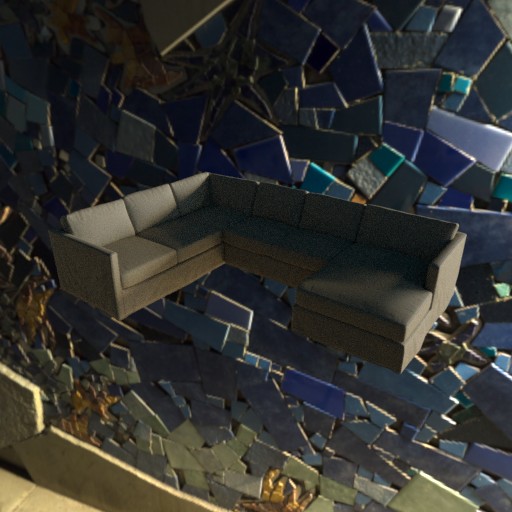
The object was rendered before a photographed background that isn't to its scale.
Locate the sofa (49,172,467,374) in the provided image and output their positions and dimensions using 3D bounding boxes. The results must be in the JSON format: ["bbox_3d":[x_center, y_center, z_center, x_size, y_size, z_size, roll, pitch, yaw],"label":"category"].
[{"bbox_3d":[0.000,0.000,4.523,3.460,0.882,2.427,18,30,33],"label":"sofa"}]
